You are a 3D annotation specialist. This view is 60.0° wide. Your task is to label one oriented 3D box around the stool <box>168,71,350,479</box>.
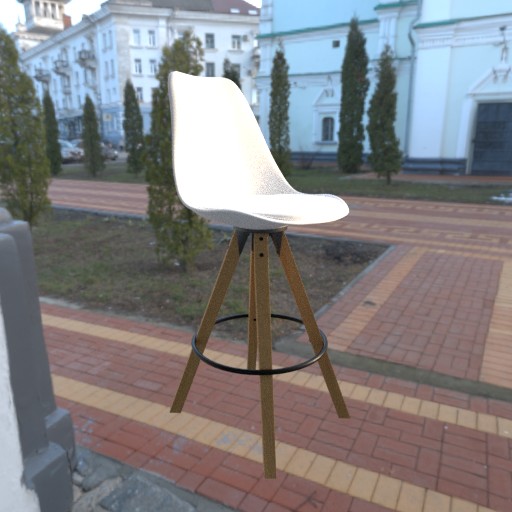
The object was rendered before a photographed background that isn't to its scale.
[{"bbox_3d":[0.000,0.000,1.397,0.549,1.115,0.482,13,20,42],"label":"stool"}]
